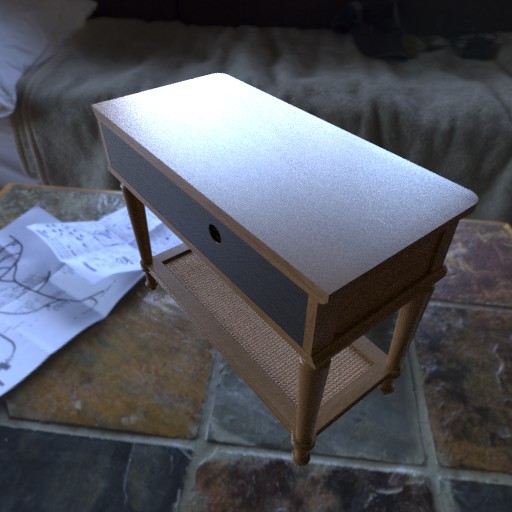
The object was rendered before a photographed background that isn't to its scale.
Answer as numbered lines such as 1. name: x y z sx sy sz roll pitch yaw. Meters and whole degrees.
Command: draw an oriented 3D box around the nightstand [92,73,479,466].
1. nightstand: 0.000 0.000 1.271 0.432 0.700 0.914 -27 48 -28
